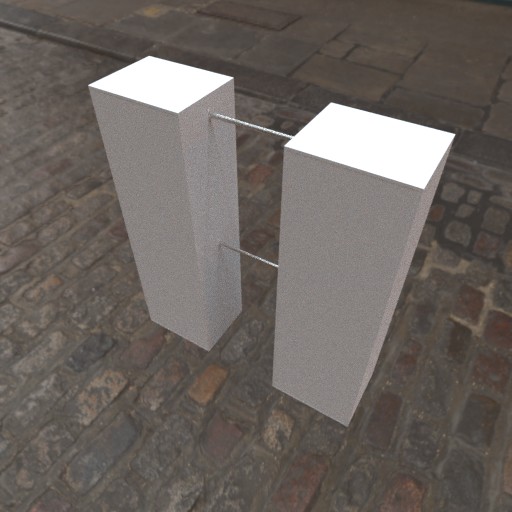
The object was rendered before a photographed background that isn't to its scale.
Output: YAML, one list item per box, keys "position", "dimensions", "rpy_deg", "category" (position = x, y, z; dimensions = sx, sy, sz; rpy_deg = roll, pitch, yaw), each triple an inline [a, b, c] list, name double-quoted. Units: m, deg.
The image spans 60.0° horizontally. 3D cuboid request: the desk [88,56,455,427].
- position: [0.000, 0.000, 2.839]
  dimensions: [1.770, 2.000, 0.480]
  rpy_deg: [23, 49, 22]
  category: "desk"
